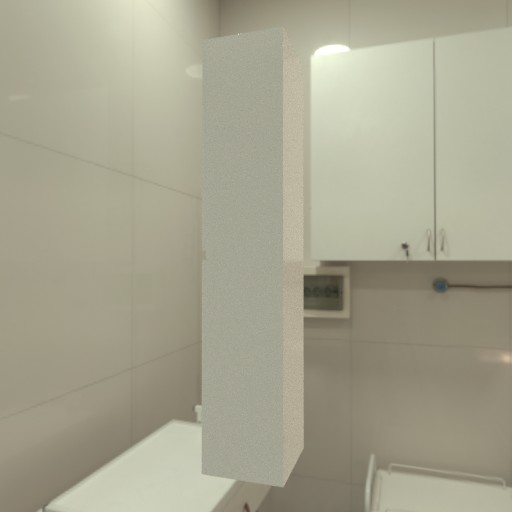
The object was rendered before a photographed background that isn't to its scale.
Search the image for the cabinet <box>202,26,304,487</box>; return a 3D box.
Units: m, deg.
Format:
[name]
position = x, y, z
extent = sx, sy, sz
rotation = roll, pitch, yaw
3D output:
[cabinet]
position = 0.000, 0.000, 1.531
extent = 0.270, 1.400, 0.300
rotation = 0, -1, 18
